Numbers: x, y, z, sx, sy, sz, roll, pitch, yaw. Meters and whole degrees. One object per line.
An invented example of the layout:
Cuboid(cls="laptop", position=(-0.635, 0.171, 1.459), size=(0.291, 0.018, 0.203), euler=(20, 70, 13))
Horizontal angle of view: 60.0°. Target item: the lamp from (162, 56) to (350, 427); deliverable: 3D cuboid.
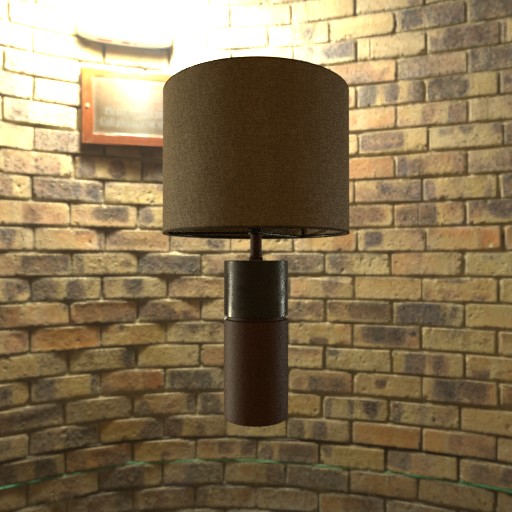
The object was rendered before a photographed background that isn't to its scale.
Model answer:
Cuboid(cls="lamp", position=(0.000, 0.000, 0.488), size=(0.202, 0.350, 0.202), euler=(0, -1, 0))
